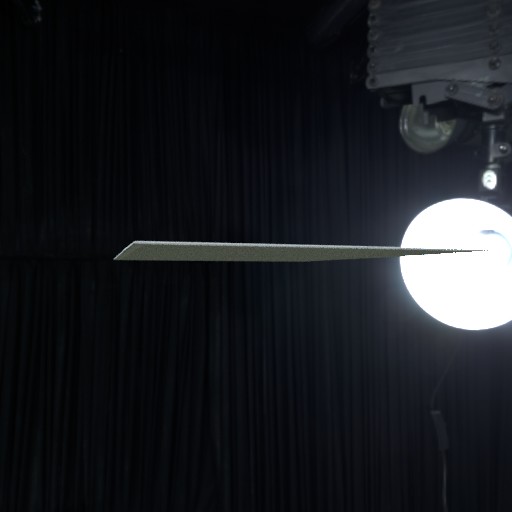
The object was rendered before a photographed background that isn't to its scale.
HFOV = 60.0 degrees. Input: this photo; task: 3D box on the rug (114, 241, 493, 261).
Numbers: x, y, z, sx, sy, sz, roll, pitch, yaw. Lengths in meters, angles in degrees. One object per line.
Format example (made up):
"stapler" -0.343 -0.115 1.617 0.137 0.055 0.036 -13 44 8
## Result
"rug" 0.000 0.000 3.887 2.288 0.018 2.895 1 -2 -20
